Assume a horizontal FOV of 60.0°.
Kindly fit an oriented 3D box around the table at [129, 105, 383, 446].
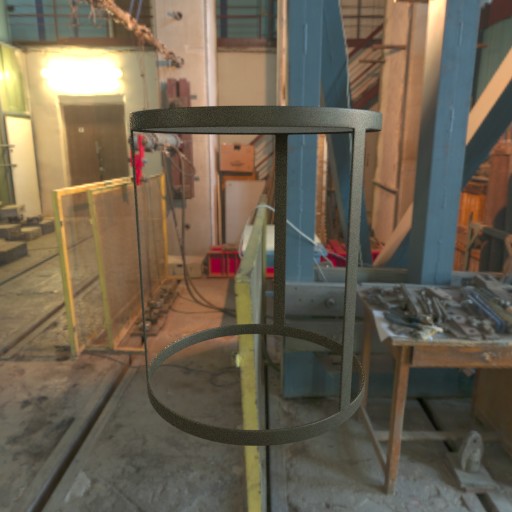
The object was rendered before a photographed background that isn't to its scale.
[{"bbox_3d":[0.000,0.000,0.939,0.480,0.565,0.480,0,14,0],"label":"table"}]
